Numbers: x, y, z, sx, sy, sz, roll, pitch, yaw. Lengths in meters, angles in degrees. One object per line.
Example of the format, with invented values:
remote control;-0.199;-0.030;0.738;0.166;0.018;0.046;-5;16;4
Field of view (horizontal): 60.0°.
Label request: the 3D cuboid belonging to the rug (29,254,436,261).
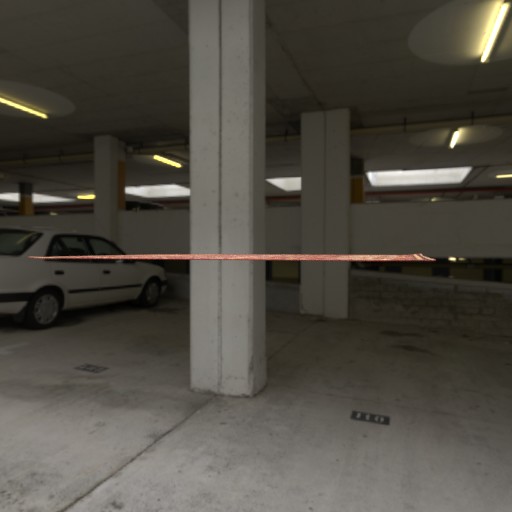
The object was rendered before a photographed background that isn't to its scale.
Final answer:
rug;0.000;0.000;4.277;3.086;0.030;2.489;0;1;19
